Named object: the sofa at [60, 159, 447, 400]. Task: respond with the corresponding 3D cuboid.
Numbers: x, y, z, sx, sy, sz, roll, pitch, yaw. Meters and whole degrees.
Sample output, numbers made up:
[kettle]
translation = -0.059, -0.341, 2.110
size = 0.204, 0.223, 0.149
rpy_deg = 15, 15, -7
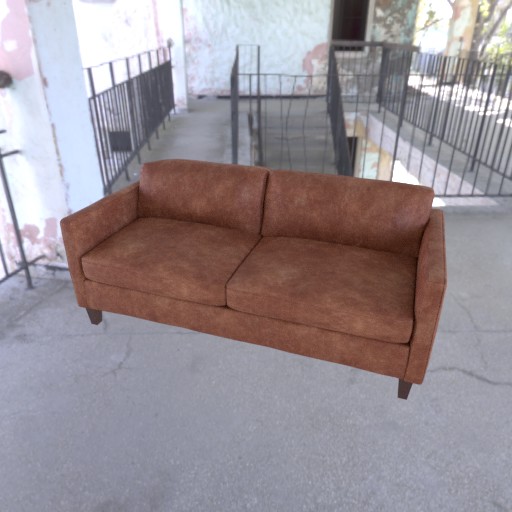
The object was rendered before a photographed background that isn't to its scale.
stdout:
[sofa]
translation = 0.000, 0.000, 2.546
size = 1.971, 0.863, 0.923
rpy_deg = 9, 29, 18
